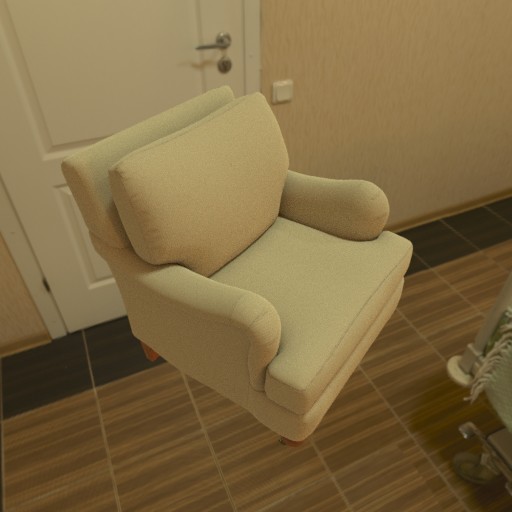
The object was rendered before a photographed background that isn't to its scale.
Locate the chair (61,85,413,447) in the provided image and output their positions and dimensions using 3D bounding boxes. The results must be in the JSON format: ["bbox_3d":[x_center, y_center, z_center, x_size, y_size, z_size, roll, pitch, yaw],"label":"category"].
[{"bbox_3d":[0.000,0.000,1.853,1.070,1.038,0.955,26,47,27],"label":"chair"}]
